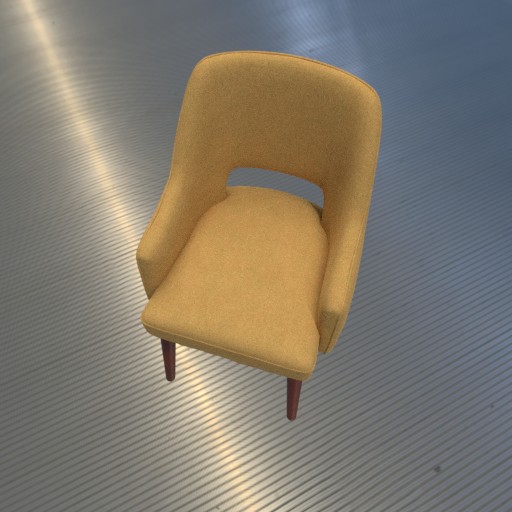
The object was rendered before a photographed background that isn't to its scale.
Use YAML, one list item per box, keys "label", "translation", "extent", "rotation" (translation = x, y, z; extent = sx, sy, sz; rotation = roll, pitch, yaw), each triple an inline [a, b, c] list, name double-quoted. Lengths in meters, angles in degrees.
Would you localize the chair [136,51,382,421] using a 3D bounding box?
- label: "chair"
  translation: [0.000, 0.000, 1.227]
  extent: [0.548, 0.849, 0.605]
  rotation: [15, 59, 9]
